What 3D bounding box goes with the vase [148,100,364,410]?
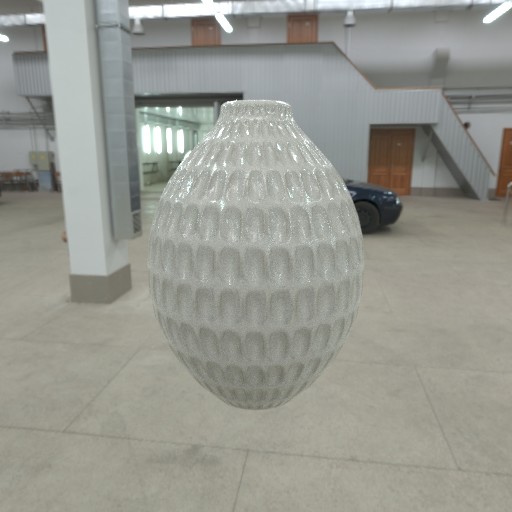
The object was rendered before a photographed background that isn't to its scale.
[{"bbox_3d":[0.000,0.000,0.340,0.162,0.223,0.162,0,14,0],"label":"vase"}]
